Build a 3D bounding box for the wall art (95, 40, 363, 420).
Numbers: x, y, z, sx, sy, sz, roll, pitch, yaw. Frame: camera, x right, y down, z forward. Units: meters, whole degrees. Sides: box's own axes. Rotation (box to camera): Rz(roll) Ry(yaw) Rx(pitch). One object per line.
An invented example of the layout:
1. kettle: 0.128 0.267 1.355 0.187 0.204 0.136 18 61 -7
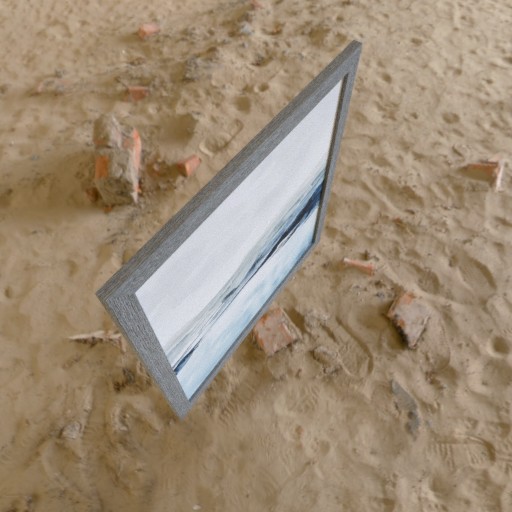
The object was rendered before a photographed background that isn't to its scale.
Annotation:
1. wall art: 0.000 0.000 1.004 0.020 0.685 0.685 31 63 18
